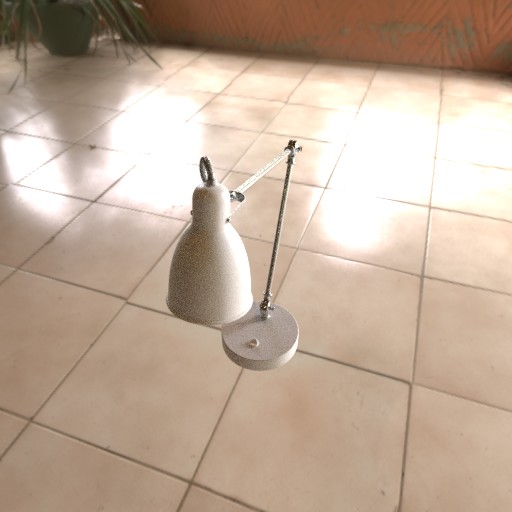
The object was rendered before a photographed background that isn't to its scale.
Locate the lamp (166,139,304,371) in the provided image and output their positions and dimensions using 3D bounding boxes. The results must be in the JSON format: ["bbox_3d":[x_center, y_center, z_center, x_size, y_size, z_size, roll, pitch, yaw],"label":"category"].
[{"bbox_3d":[0.000,0.000,0.884,0.187,0.587,0.561,12,42,14],"label":"lamp"}]
